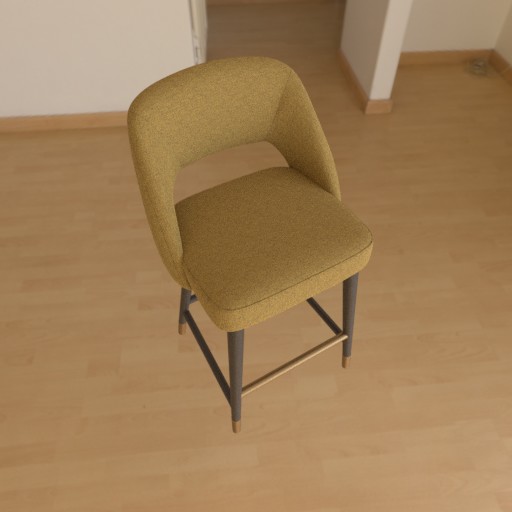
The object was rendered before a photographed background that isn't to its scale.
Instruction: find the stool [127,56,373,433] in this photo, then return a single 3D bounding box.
[{"bbox_3d":[0.000,0.000,1.284,0.536,0.939,0.522,-24,52,-20],"label":"stool"}]
